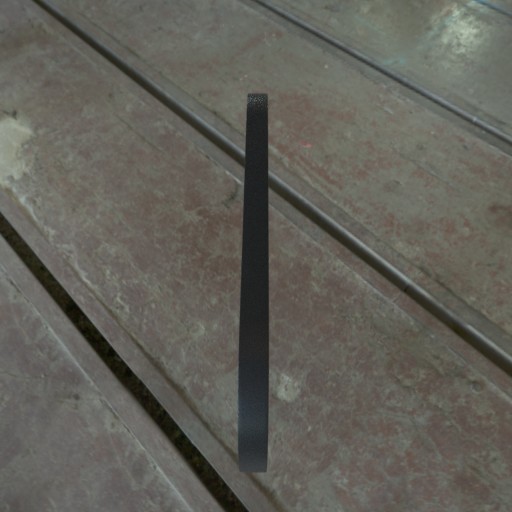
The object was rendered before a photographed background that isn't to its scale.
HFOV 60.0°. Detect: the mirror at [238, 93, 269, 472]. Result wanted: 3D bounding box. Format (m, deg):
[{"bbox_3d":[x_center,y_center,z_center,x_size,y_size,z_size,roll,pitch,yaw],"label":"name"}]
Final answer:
[{"bbox_3d":[0.000,0.000,0.663,0.032,0.254,0.584,1,58,0],"label":"mirror"}]
